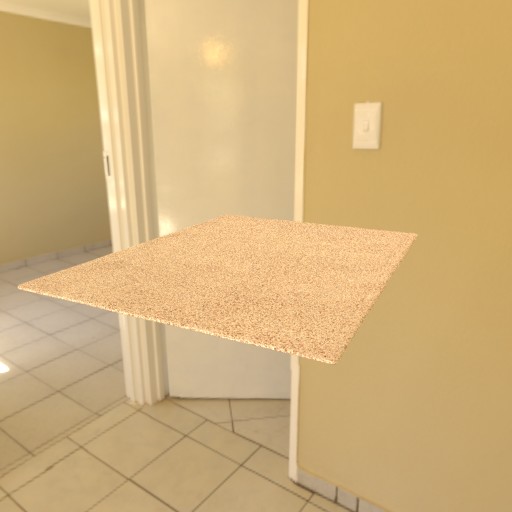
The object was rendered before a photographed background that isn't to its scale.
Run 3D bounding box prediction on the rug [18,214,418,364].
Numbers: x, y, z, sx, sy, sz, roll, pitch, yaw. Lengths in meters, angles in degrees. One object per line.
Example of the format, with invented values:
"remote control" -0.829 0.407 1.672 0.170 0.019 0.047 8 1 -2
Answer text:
"rug" 0.000 0.000 4.050 2.438 0.029 3.047 8 18 26
